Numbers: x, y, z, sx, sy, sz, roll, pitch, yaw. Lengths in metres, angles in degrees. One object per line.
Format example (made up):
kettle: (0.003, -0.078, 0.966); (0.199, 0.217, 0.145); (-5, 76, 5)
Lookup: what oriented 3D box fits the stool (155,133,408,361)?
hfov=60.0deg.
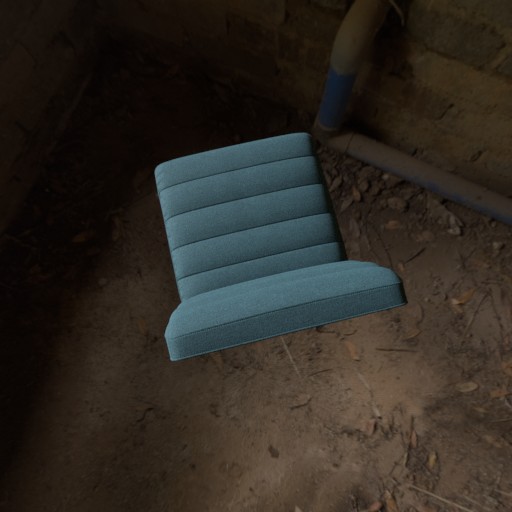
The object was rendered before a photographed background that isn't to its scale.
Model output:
stool: (0.000, 0.000, 1.347); (0.460, 1.040, 0.560); (-13, 76, -3)
